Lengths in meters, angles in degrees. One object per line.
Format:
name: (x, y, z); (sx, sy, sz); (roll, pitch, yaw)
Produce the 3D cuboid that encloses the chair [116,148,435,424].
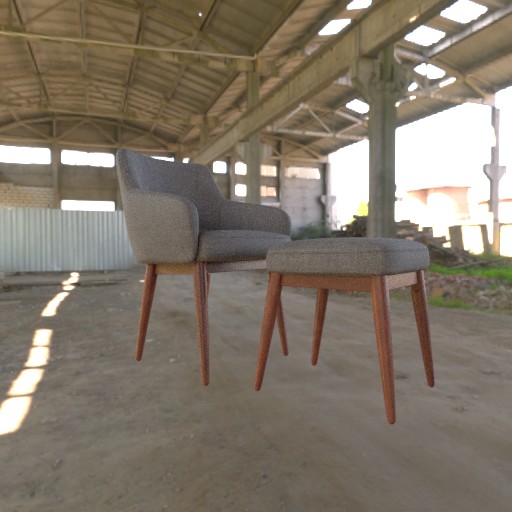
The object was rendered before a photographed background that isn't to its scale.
chair: (0.000, 0.000, 1.539); (1.107, 0.799, 0.584); (1, 2, 37)
